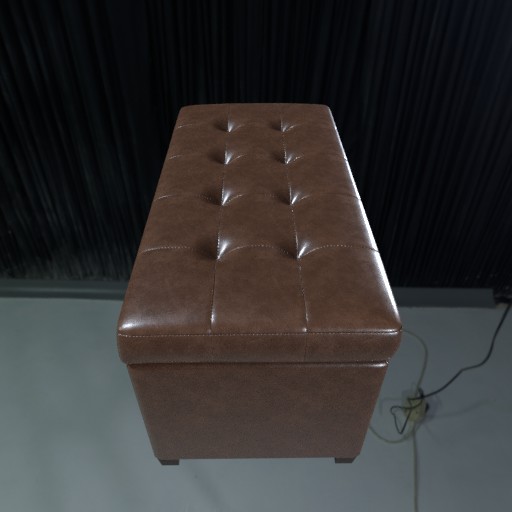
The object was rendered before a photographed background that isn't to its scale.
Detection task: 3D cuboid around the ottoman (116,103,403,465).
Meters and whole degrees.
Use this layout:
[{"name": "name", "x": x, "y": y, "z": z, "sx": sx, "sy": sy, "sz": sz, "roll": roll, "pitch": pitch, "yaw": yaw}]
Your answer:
[{"name": "ottoman", "x": 0.000, "y": 0.000, "z": 1.088, "sx": 0.432, "sy": 0.470, "sz": 0.838, "roll": 0, "pitch": 41, "yaw": 0}]
